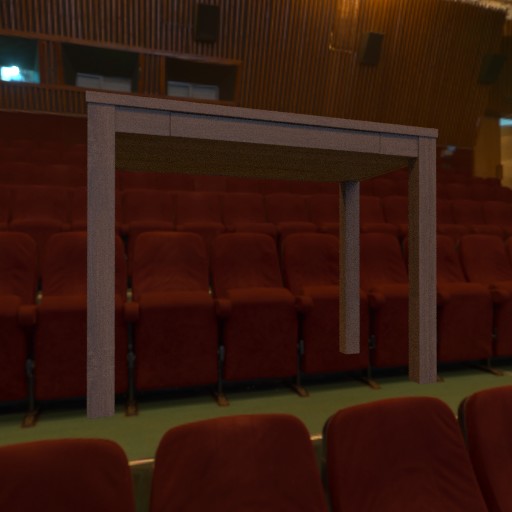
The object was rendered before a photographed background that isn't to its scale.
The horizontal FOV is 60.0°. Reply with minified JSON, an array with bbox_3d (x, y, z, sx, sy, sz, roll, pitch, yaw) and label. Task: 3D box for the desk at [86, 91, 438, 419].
[{"bbox_3d":[0.000,0.000,1.414,0.991,0.762,0.495,0,0,-18],"label":"desk"}]
